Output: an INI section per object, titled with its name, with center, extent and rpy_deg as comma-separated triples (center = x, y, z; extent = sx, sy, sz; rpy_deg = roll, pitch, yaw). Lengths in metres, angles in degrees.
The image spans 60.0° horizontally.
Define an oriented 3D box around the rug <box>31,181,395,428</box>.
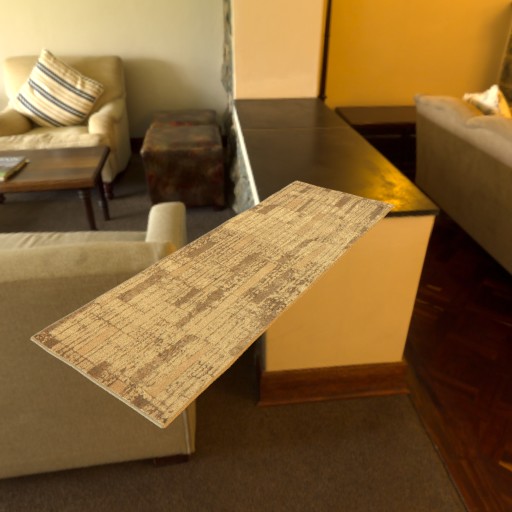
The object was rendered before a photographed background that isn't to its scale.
[rug]
center = 0.000, 0.000, 2.640
extent = 0.857, 0.018, 2.383
rpy_deg = 20, 36, 30
